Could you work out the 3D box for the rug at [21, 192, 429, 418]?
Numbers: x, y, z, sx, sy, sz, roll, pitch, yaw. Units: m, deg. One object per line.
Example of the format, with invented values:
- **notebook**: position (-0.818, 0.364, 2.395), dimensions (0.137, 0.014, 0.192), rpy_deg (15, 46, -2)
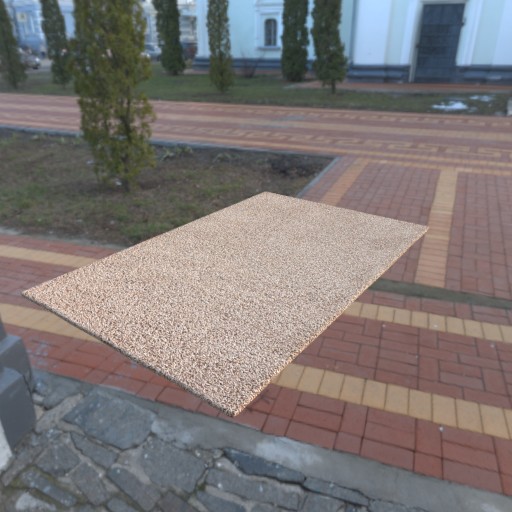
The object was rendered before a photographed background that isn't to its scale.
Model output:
- **rug**: position (0.000, 0.000, 3.383), dimensions (1.778, 0.030, 2.743), rpy_deg (18, 30, 32)
